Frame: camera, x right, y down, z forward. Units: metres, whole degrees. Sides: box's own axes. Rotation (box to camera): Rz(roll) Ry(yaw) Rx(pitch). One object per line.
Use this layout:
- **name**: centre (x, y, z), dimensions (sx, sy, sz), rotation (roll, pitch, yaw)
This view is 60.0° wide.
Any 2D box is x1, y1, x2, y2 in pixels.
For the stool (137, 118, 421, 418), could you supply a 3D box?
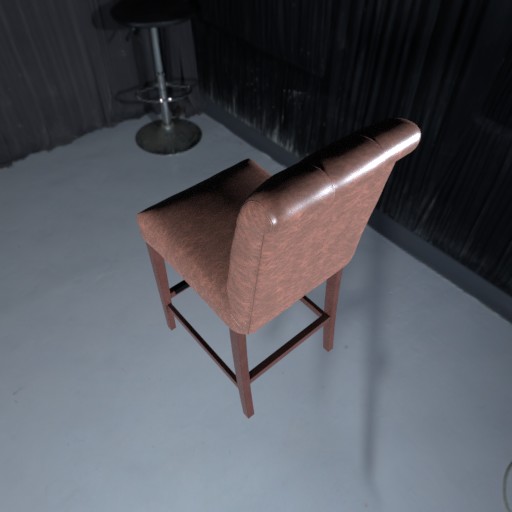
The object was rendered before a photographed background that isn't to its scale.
- **stool**: centre (0.000, 0.000, 1.450), dimensions (0.486, 1.084, 0.660), rotation (-32, 55, -26)
